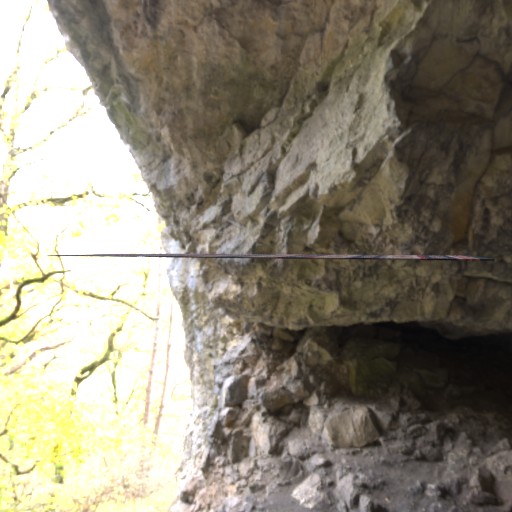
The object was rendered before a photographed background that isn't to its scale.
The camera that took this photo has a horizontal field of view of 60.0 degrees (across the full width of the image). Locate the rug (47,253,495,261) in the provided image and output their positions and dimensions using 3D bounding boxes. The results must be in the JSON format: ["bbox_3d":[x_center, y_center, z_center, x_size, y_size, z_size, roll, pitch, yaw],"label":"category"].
[{"bbox_3d":[0.000,0.000,2.670,2.440,0.009,0.760,0,1,19],"label":"rug"}]
